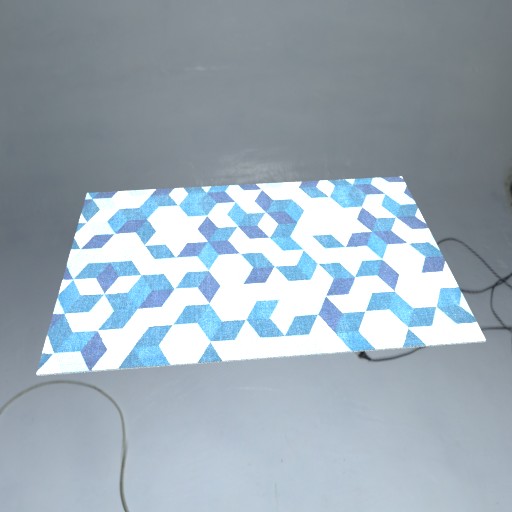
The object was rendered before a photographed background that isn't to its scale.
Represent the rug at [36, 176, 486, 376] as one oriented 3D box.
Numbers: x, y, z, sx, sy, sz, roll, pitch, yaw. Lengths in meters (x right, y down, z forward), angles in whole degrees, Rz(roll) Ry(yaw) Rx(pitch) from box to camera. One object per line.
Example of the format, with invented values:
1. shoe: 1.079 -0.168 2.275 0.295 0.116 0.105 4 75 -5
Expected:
1. rug: 0.000 0.000 2.910 2.438 0.015 1.518 -4 47 -3
